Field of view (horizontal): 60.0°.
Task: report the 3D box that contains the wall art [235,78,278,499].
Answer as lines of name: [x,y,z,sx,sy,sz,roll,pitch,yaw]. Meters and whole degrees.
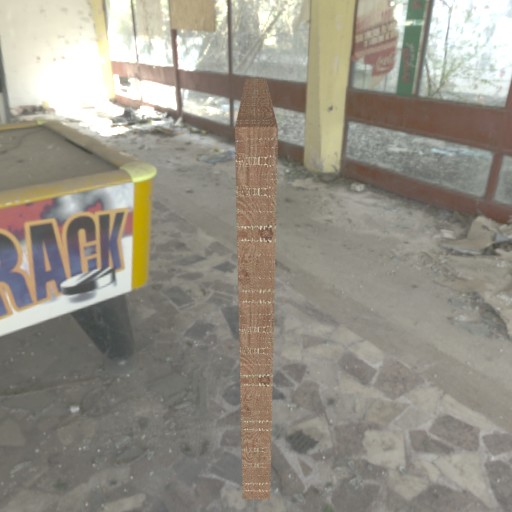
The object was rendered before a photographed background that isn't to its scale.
wall art: [0.000,0.000,0.767,0.040,0.531,0.531,0,26,0]
